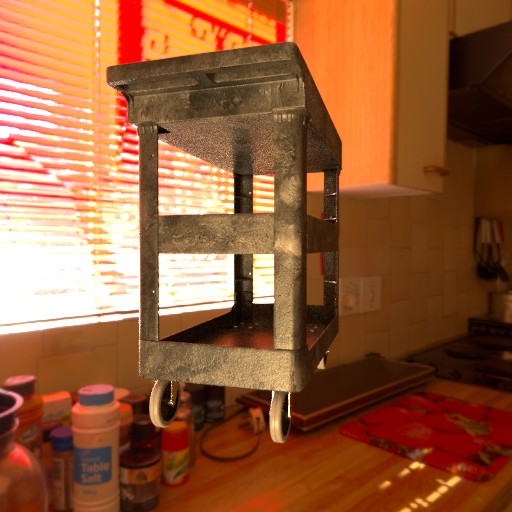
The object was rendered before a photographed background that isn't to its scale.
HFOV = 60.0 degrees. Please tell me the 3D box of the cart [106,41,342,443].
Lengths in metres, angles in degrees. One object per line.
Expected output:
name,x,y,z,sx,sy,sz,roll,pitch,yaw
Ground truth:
cart,0.000,0.000,1.308,0.420,0.824,0.877,0,1,17
